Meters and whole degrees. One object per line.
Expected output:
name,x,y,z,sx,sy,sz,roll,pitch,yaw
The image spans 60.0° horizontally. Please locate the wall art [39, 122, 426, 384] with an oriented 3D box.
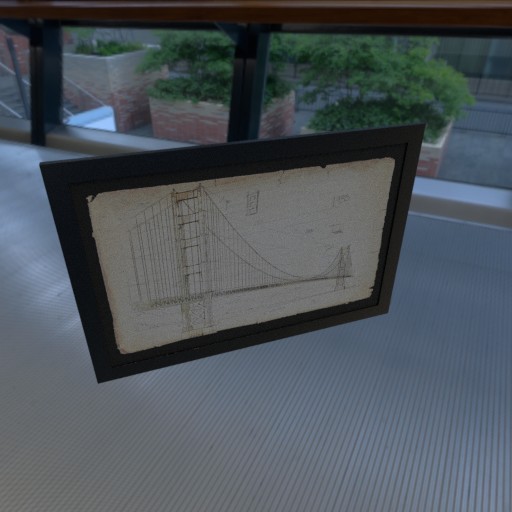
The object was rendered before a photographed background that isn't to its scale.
wall art,0.000,0.000,0.847,0.660,0.447,0.013,-10,33,-16
